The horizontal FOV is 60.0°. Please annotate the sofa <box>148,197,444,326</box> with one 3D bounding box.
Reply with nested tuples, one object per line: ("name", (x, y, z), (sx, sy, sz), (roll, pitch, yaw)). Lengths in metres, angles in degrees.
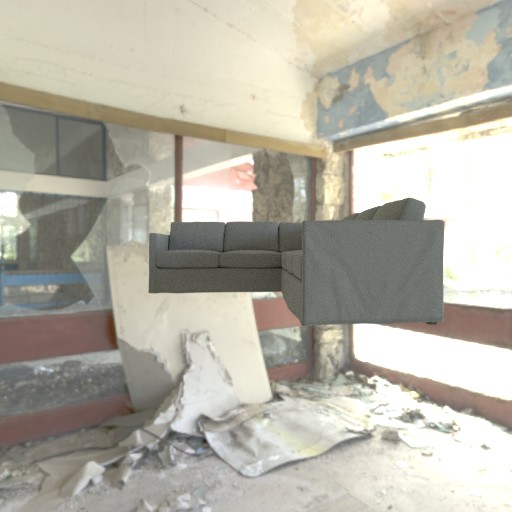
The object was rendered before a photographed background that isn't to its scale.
("sofa", (0.000, 0.000, 4.436), (2.432, 0.871, 3.182), (0, 1, 0))
